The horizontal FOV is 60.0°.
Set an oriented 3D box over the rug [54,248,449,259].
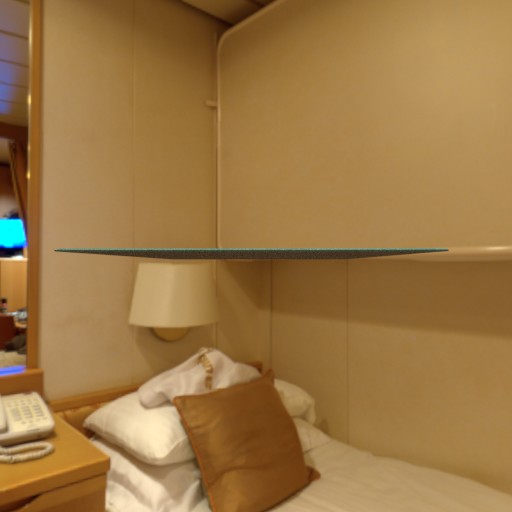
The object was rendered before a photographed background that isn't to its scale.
[{"bbox_3d":[0.000,0.000,2.840,1.554,0.012,2.205,0,-1,1],"label":"rug"}]
